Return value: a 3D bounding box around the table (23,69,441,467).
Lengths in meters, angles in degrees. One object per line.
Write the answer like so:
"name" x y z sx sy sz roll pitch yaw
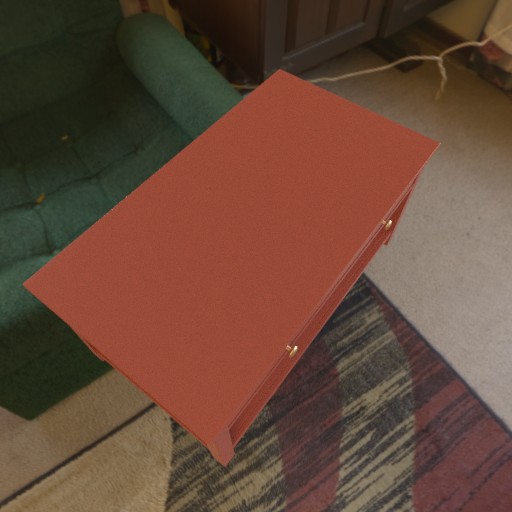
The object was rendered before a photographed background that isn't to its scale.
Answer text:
"table" 0.000 0.000 1.411 0.612 0.493 1.068 33 63 19
